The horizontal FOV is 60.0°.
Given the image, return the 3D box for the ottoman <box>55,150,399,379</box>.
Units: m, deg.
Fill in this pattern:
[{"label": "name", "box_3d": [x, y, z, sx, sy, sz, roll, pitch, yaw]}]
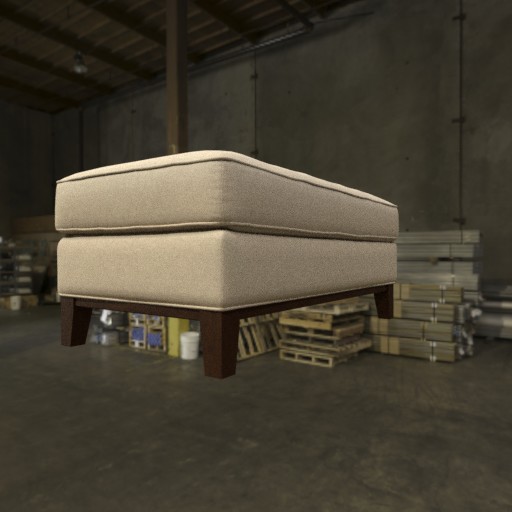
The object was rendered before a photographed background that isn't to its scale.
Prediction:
[{"label": "ottoman", "box_3d": [0.000, 0.000, 1.534, 0.648, 0.508, 1.143, 0, 0, 36]}]
